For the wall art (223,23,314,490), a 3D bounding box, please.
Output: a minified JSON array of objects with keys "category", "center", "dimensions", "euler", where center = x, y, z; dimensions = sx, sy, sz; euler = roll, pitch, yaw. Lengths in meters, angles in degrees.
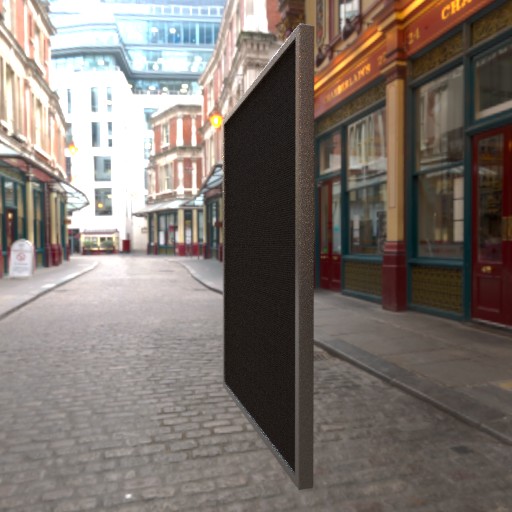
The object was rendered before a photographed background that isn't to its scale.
[{"category":"wall art","center":[0.000,0.000,1.395],"dimensions":[0.037,1.062,0.801],"euler":[0,1,-17]}]
